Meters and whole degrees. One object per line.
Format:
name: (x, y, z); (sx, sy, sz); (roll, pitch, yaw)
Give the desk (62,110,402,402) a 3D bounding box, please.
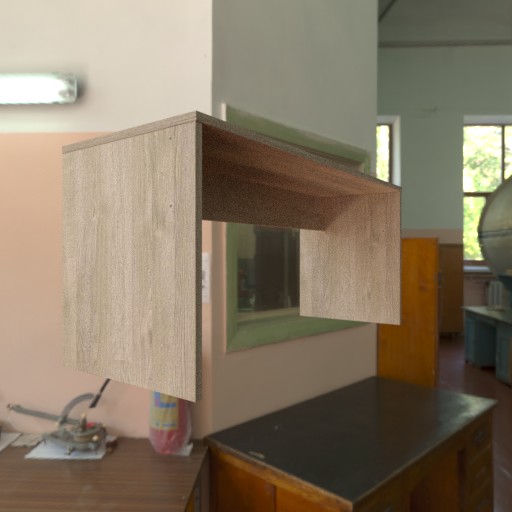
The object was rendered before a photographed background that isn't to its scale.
desk: (0.000, 0.000, 2.021); (0.802, 0.752, 1.600); (0, 0, 37)
